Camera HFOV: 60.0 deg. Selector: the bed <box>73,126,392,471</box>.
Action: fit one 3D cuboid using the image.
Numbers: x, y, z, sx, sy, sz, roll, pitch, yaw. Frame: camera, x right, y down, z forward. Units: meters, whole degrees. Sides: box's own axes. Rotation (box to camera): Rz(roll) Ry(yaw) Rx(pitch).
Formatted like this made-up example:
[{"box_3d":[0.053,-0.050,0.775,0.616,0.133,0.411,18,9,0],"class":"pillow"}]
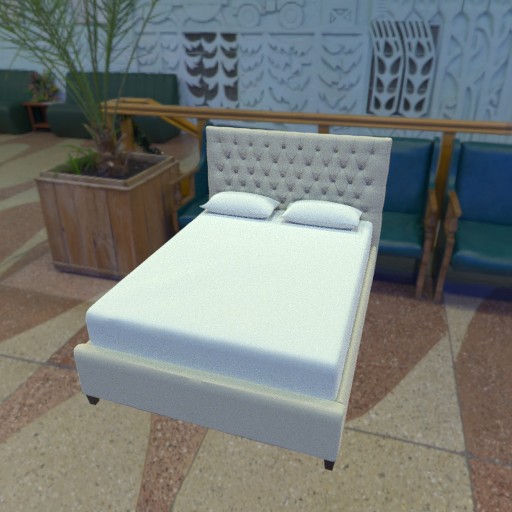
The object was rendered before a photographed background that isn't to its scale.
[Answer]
[{"box_3d":[0.000,0.000,3.329,1.696,1.426,2.233,8,28,16],"class":"bed"}]
